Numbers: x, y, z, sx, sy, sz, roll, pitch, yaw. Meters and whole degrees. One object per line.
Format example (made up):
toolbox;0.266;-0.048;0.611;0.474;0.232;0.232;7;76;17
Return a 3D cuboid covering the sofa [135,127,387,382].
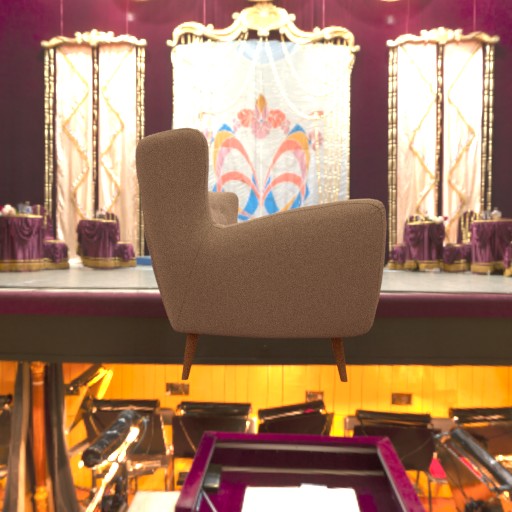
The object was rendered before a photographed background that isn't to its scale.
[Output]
sofa;0.000;0.000;2.353;0.899;0.890;1.930;0;1;1
